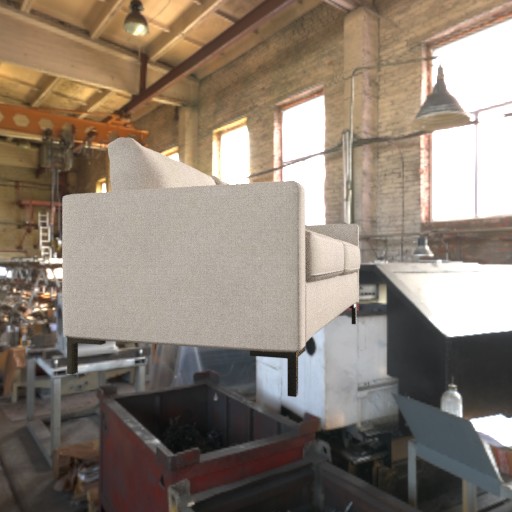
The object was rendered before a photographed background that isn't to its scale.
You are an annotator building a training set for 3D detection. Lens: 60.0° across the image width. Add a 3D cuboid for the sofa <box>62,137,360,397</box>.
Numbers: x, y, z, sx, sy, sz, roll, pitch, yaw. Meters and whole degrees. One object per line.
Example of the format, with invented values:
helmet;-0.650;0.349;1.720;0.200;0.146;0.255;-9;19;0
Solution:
sofa;0.000;0.000;2.174;0.875;0.840;1.682;0;-1;19
